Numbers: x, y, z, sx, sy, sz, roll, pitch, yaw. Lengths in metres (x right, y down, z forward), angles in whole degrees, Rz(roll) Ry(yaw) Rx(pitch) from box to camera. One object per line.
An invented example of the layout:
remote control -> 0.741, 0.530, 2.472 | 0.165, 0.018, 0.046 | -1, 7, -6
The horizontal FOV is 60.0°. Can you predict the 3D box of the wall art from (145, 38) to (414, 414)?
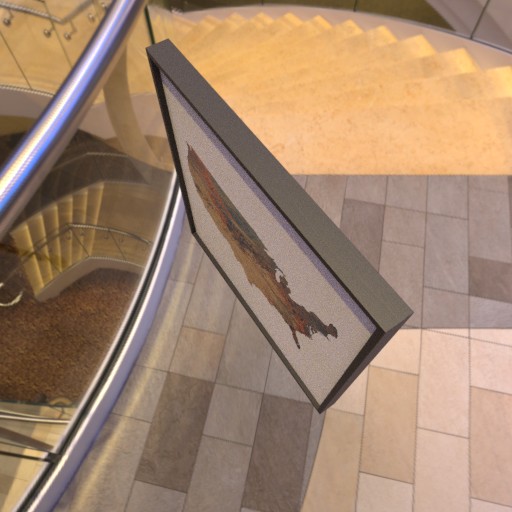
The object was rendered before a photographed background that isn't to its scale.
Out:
wall art -> 0.000, 0.000, 0.758 | 0.038, 0.507, 0.507 | -31, 66, -15
